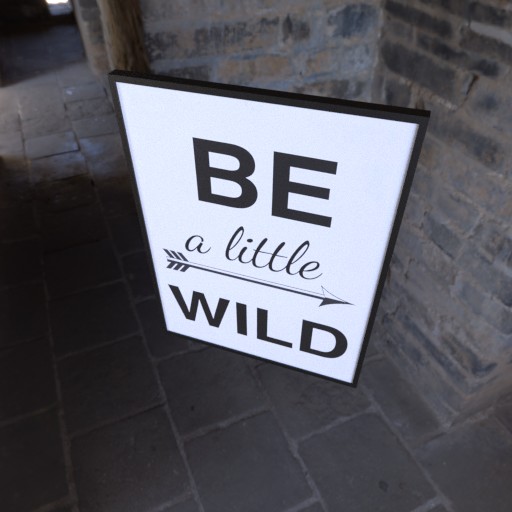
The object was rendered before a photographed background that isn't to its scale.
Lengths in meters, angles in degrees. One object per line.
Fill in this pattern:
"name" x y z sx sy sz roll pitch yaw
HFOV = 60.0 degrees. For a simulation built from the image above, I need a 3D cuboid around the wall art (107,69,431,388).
"wall art" 0.000 0.000 1.418 0.806 1.062 0.038 13 43 14
